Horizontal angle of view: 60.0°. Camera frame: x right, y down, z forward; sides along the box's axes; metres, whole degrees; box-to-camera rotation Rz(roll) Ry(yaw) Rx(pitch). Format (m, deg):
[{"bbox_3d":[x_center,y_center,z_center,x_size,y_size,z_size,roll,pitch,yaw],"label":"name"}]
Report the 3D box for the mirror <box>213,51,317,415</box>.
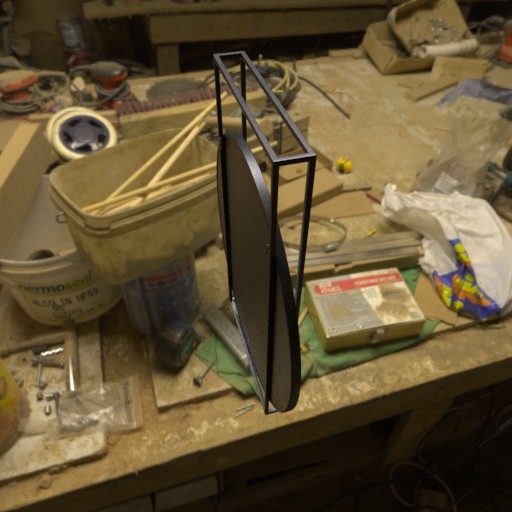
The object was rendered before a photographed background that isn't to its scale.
[{"bbox_3d":[0.000,0.000,0.804,0.051,0.603,0.508,-11,46,-11],"label":"mirror"}]
